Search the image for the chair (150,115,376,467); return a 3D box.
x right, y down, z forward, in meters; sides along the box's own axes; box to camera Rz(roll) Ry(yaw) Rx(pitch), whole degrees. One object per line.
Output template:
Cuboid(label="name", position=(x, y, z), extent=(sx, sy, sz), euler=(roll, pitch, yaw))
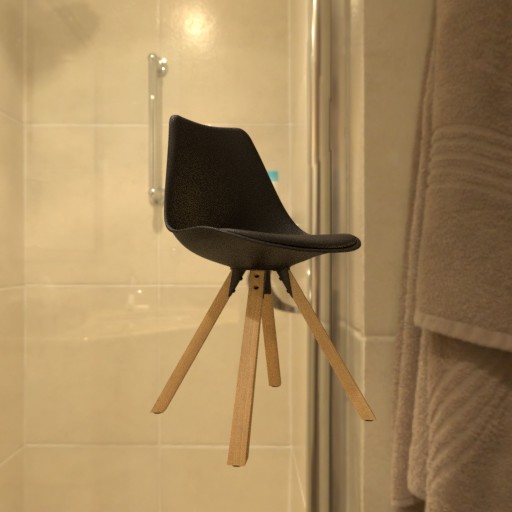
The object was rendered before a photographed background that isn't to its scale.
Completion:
Cuboid(label="chair", position=(0.000, 0.000, 1.203), extent=(0.485, 0.850, 0.549), euler=(0, 0, -37))
